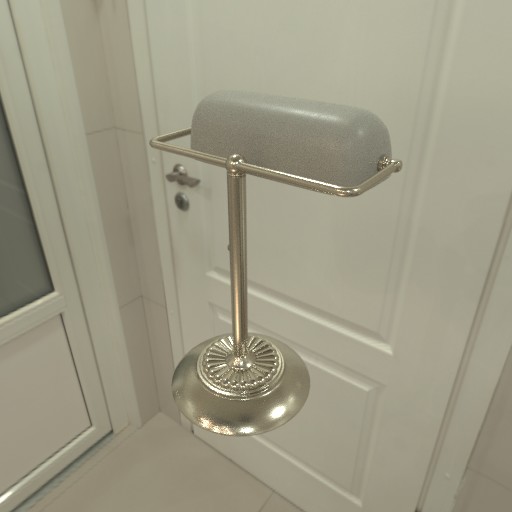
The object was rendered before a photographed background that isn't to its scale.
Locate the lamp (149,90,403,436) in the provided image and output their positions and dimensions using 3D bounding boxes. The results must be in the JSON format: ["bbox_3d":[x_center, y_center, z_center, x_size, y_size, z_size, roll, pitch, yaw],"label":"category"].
[{"bbox_3d":[0.000,0.000,0.515,0.264,0.339,0.243,21,36,32],"label":"lamp"}]
